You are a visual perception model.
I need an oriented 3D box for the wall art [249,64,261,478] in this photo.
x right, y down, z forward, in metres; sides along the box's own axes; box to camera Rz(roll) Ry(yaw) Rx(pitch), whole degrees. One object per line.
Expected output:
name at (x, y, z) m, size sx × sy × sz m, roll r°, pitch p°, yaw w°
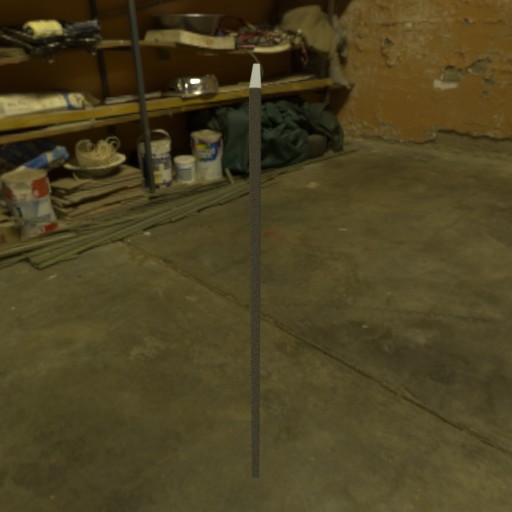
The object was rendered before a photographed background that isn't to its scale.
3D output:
wall art at (0.000, 0.000, 0.689) m, size 0.012 × 0.529 × 0.374 m, roll 0°, pitch 26°, yaw 0°
